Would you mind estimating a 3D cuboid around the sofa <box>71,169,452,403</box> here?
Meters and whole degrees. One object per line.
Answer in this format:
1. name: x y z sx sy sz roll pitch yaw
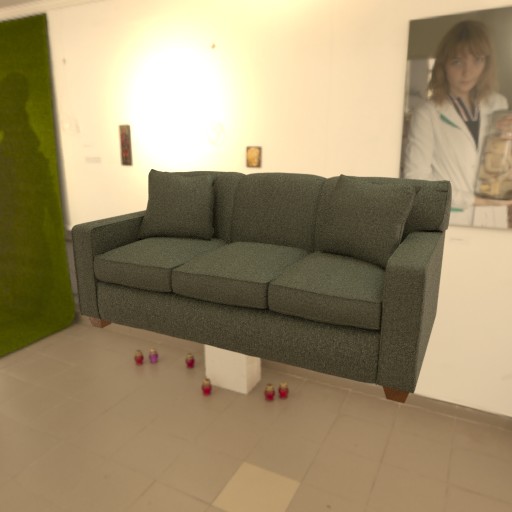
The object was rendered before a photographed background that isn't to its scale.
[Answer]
1. sofa: 0.000 0.000 2.635 2.024 0.958 0.997 7 16 26
